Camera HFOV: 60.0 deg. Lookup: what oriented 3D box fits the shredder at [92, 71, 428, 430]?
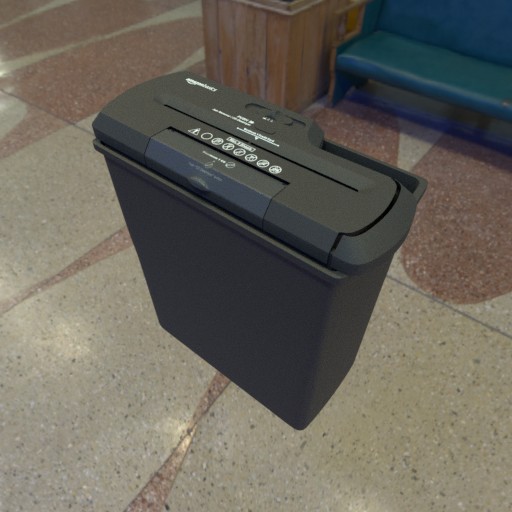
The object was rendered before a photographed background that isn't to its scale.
[{"bbox_3d":[0.000,0.000,0.512,0.320,0.335,0.170,30,53,26],"label":"shredder"}]
